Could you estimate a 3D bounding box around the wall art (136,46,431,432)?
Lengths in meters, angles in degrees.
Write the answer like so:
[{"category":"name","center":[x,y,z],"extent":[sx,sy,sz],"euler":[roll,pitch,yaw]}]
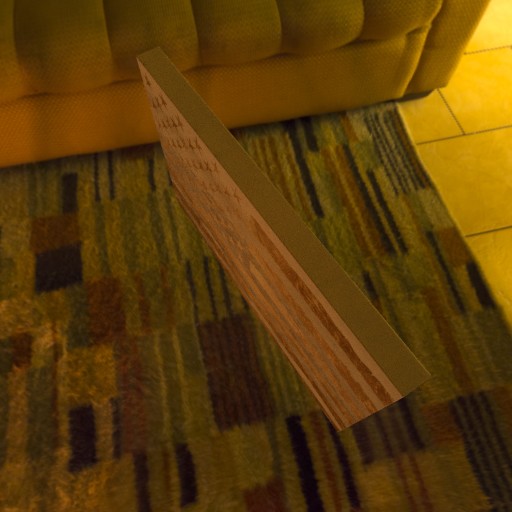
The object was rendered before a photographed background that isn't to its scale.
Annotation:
[{"category":"wall art","center":[0.000,0.000,0.755],"extent":[0.041,0.407,0.606],"euler":[-31,68,-14]}]
